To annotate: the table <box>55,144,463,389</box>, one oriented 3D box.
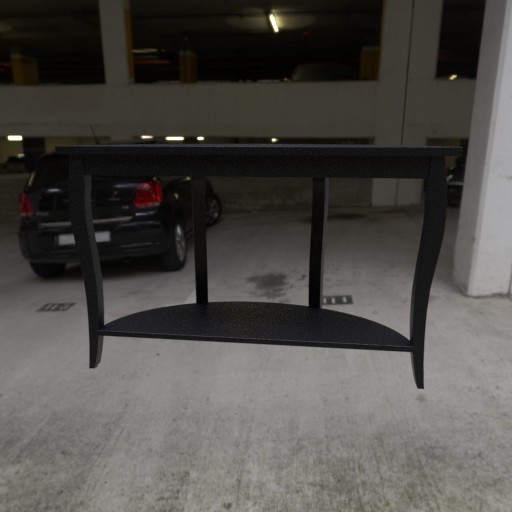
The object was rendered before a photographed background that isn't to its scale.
[{"bbox_3d":[0.000,0.000,1.607,1.219,0.780,0.394,2,15,6],"label":"table"}]
